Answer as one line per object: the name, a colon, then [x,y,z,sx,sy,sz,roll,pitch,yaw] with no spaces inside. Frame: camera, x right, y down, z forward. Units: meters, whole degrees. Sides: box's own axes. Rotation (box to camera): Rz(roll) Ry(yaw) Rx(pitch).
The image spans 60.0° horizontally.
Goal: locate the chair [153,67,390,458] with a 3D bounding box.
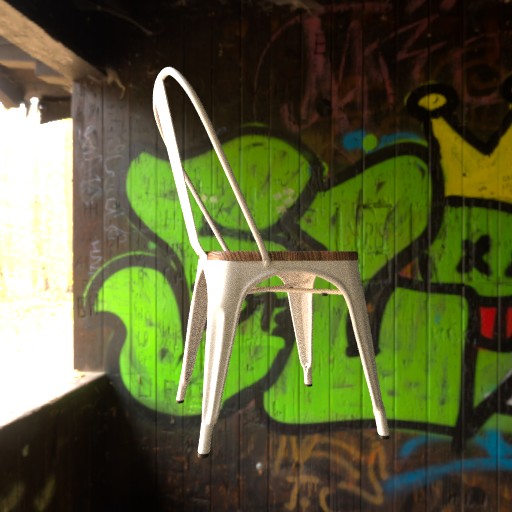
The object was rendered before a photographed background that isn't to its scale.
chair: [0.000,0.000,1.167,0.521,0.851,0.452,0,0,-18]
